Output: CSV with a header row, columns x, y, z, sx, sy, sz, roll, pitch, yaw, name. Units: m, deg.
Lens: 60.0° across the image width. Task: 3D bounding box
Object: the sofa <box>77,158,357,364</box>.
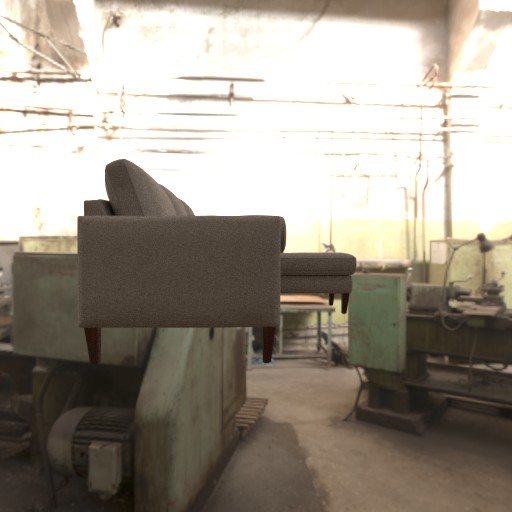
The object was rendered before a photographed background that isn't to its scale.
x,y,z,sx,sy,sz,roll,pitch,yaw,name
0.000,0.000,2.883,1.506,0.875,2.178,0,0,-1,sofa
